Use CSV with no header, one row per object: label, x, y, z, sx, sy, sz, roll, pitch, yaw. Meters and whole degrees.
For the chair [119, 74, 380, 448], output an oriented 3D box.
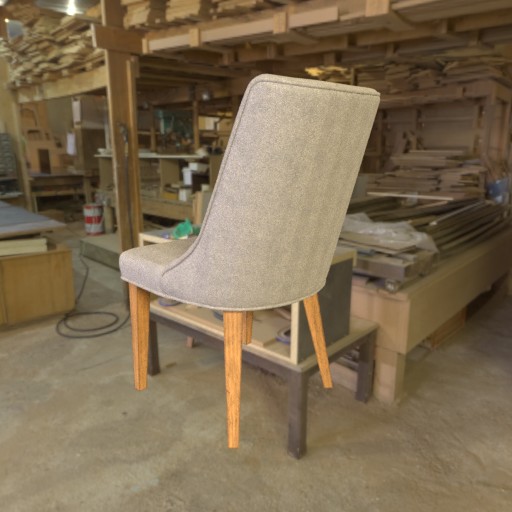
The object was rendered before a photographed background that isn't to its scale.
chair,0.000,0.000,1.293,0.548,0.916,0.636,-14,20,-43
